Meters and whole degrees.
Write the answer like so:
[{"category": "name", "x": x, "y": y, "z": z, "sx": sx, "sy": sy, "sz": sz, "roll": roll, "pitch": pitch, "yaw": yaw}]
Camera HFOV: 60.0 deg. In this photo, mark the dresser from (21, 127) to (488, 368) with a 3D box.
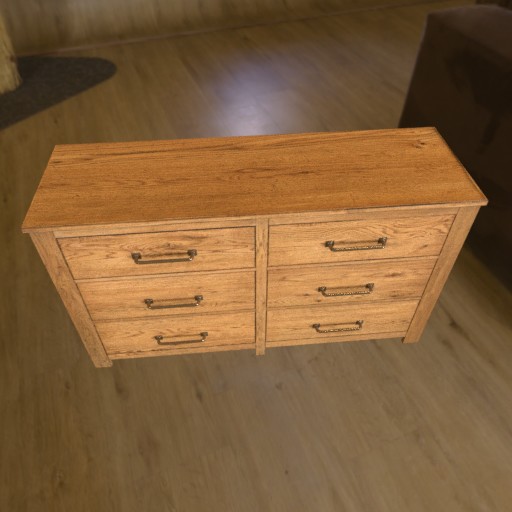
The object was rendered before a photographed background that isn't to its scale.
[{"category": "dresser", "x": 0.000, "y": 0.000, "z": 2.065, "sx": 1.657, "sy": 0.932, "sz": 0.563, "roll": -4, "pitch": 46, "yaw": -4}]
